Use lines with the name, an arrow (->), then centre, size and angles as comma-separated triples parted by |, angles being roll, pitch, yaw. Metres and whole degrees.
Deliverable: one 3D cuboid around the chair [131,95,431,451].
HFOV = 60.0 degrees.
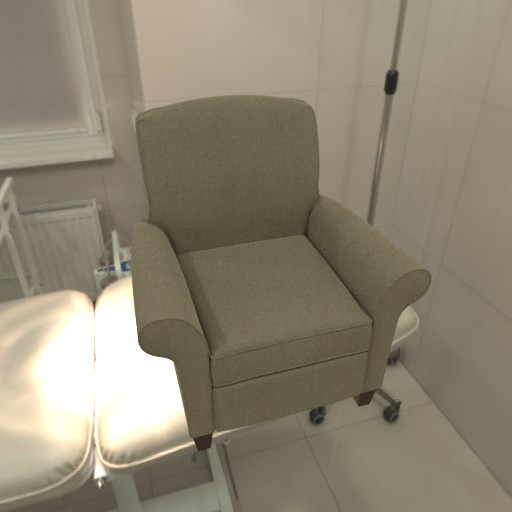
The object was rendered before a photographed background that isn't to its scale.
chair -> 0.000, 0.000, 1.760 | 0.978, 1.061, 0.905 | -9, 33, -15
